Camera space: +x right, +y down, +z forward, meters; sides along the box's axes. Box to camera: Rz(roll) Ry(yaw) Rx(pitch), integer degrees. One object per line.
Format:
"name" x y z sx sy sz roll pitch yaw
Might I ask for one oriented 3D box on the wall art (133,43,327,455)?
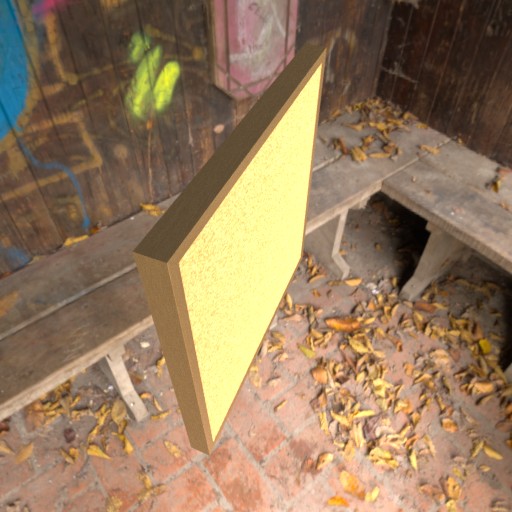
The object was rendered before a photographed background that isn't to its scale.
"wall art" 0.000 0.000 0.755 0.037 0.509 0.510 17 50 15
